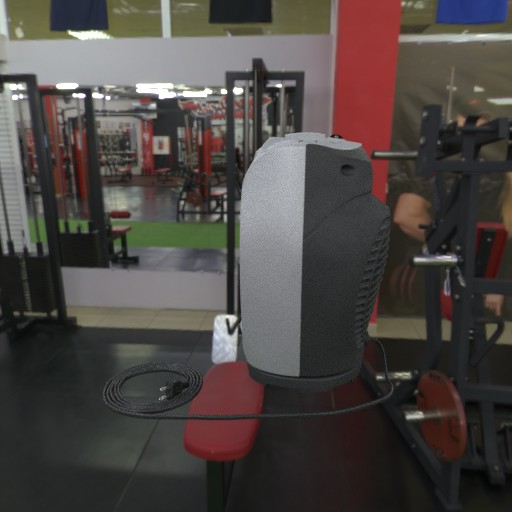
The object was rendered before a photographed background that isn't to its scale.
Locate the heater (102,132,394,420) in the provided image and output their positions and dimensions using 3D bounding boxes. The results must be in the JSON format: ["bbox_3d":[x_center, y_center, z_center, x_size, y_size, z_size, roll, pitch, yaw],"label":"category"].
[{"bbox_3d":[0.000,0.000,0.474,0.291,0.255,0.239,2,15,8],"label":"heater"}]
